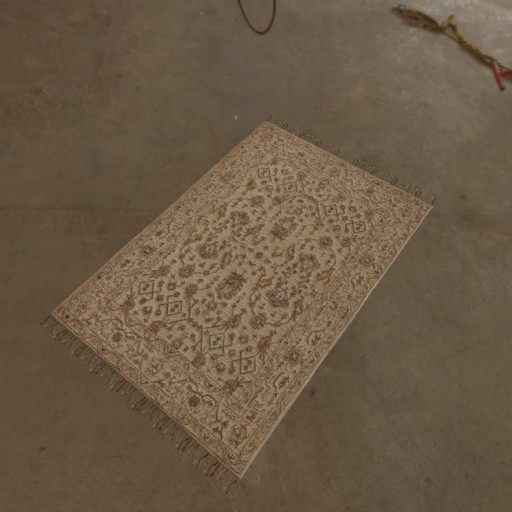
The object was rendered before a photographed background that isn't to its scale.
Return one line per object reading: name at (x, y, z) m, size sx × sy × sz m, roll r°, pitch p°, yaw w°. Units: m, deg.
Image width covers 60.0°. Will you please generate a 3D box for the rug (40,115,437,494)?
rug at (0.000, 0.000, 2.998) m, size 1.529 × 0.027 × 2.434 m, roll 33°, pitch 63°, yaw 19°
